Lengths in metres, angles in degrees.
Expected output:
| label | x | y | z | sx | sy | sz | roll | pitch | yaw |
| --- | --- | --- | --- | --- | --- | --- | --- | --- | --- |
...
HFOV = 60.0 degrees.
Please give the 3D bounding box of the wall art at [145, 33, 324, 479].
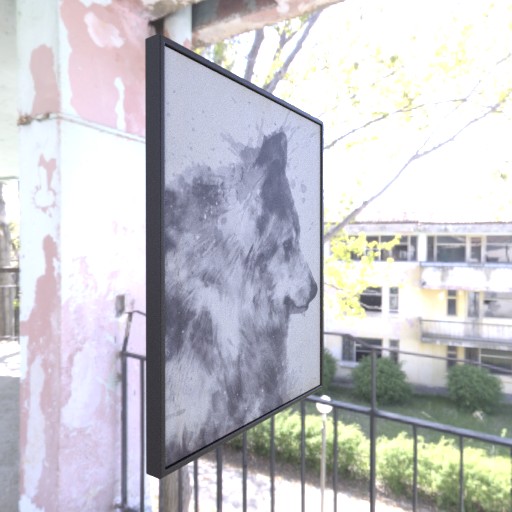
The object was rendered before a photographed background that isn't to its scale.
| label | x | y | z | sx | sy | sz | roll | pitch | yaw |
| --- | --- | --- | --- | --- | --- | --- | --- | --- | --- |
| wall art | 0.000 | 0.000 | 0.739 | 0.028 | 0.551 | 0.451 | 0 | 1 | 35 |
